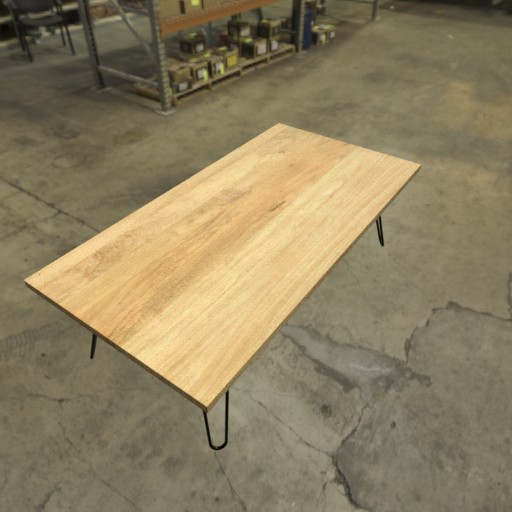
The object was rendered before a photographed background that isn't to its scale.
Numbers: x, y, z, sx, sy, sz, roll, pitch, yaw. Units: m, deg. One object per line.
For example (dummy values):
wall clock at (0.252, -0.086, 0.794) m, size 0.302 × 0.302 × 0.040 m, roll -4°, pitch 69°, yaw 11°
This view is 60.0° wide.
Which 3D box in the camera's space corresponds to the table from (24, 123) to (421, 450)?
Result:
table at (0.000, 0.000, 1.681) m, size 0.699 × 0.400 × 1.348 m, roll 25°, pitch 46°, yaw 26°
